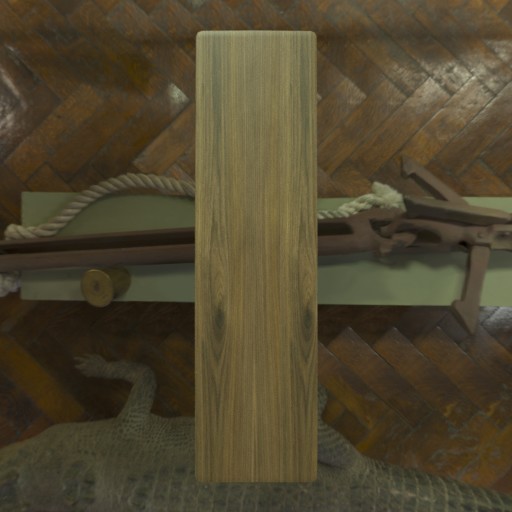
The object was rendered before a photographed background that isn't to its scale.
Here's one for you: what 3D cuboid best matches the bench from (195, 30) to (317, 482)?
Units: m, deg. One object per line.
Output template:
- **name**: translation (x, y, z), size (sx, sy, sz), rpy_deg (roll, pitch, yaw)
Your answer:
- **bench**: translation (0.000, 0.000, 1.768), size (0.425, 0.462, 1.570), rpy_deg (0, 89, 0)
